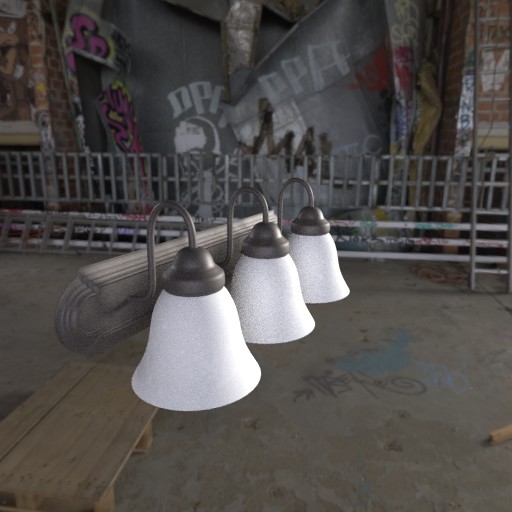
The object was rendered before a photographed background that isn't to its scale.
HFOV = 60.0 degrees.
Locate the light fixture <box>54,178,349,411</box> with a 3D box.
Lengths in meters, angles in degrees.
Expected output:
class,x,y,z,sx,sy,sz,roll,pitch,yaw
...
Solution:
class,x,y,z,sx,sy,sz,roll,pitch,yaw
light fixture,0.000,0.000,0.718,0.199,0.222,0.610,8,16,27
